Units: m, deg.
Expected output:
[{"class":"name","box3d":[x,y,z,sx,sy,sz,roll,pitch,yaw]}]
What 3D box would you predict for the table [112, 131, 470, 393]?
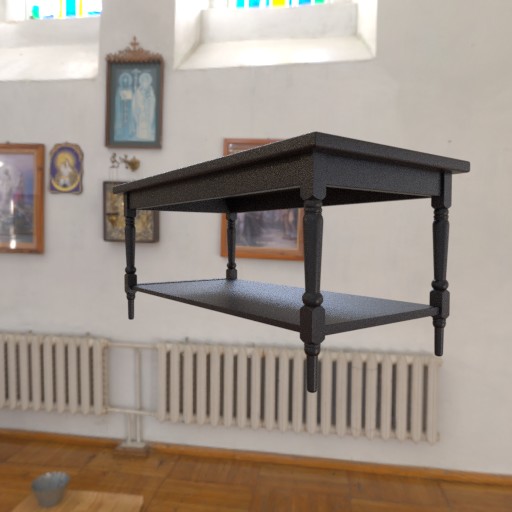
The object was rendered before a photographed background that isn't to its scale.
[{"class":"table","box3d":[0.000,0.000,1.428,0.550,0.510,1.107,-2,3,-37]}]
